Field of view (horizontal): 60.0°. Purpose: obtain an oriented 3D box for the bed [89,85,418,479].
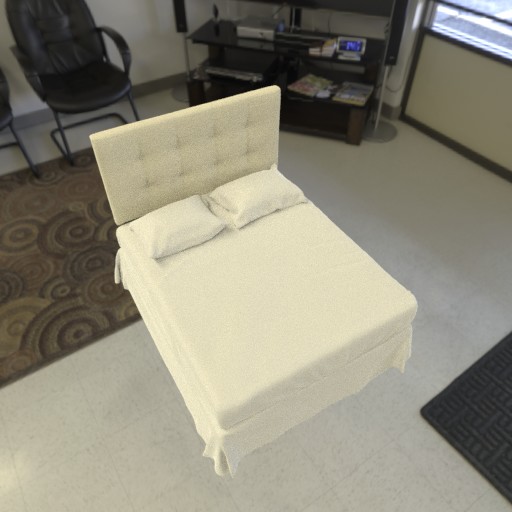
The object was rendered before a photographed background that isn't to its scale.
[{"bbox_3d":[0.000,0.000,3.457,1.936,1.577,2.222,-23,50,-21],"label":"bed"}]
